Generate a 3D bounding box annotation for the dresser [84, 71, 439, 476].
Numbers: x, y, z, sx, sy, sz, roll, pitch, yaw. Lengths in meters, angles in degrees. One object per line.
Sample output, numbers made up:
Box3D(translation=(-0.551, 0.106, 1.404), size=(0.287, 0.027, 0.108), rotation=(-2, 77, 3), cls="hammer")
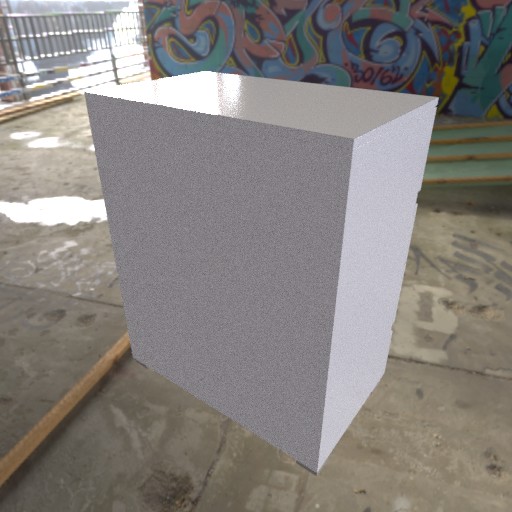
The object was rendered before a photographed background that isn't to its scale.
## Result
Box3D(translation=(0.000, 0.000, 1.150), size=(0.650, 0.800, 0.400), rotation=(20, 36, 31), cls="dresser")
